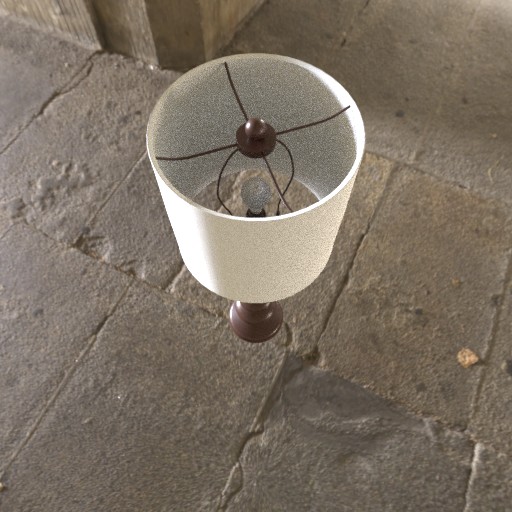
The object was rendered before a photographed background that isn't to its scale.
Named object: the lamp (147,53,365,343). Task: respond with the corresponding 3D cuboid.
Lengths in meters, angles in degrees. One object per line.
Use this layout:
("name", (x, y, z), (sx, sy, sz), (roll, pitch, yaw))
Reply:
("lamp", (0.000, 0.000, 0.813), (0.254, 0.690, 0.254), (-17, 65, -8))
